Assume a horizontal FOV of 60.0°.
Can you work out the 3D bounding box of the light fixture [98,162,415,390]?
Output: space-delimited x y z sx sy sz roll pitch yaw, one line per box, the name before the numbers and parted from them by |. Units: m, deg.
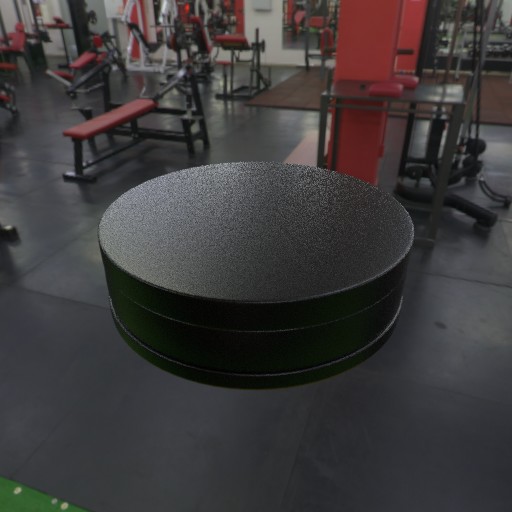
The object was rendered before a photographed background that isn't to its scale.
light fixture | 0.000 0.000 0.434 0.283 0.097 0.283 0 31 0
